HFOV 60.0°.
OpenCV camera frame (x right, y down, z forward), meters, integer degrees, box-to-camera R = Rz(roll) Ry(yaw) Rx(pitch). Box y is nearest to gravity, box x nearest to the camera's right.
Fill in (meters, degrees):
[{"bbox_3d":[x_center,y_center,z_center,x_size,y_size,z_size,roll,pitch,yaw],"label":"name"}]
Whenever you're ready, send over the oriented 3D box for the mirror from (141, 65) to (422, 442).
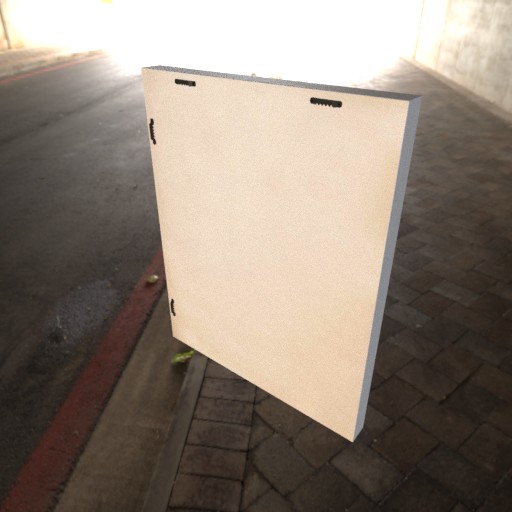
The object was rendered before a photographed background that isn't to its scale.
[{"bbox_3d":[0.000,0.000,0.678,0.405,0.508,0.041,21,36,32],"label":"mirror"}]
